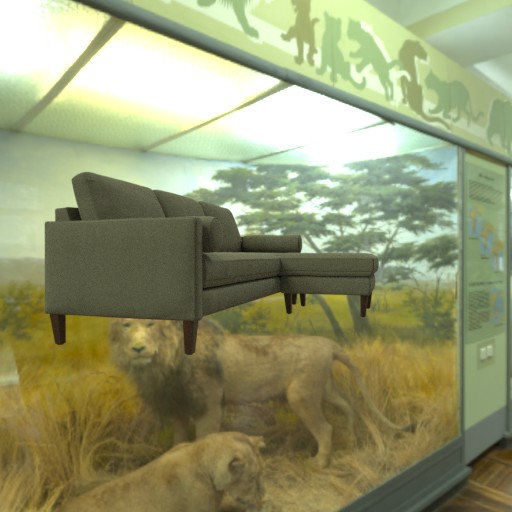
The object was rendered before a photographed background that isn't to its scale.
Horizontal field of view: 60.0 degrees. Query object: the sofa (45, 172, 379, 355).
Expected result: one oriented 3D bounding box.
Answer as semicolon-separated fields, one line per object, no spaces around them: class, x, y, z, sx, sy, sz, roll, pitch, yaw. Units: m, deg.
sofa;0.000;0.000;2.975;1.506;0.875;2.178;0;0;18
